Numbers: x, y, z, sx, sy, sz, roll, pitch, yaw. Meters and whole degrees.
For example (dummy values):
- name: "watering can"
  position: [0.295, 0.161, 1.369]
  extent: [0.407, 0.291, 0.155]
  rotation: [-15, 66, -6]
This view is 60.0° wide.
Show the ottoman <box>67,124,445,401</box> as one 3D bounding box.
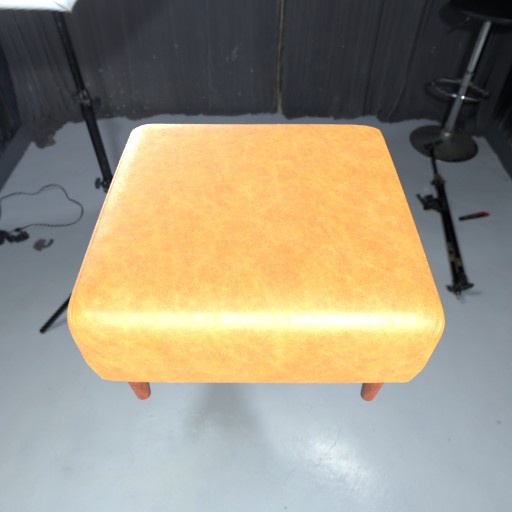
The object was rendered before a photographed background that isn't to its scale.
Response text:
- name: "ottoman"
  position: [0.000, 0.000, 1.055]
  extent: [0.650, 0.399, 0.650]
  rotation: [0, 47, 0]
